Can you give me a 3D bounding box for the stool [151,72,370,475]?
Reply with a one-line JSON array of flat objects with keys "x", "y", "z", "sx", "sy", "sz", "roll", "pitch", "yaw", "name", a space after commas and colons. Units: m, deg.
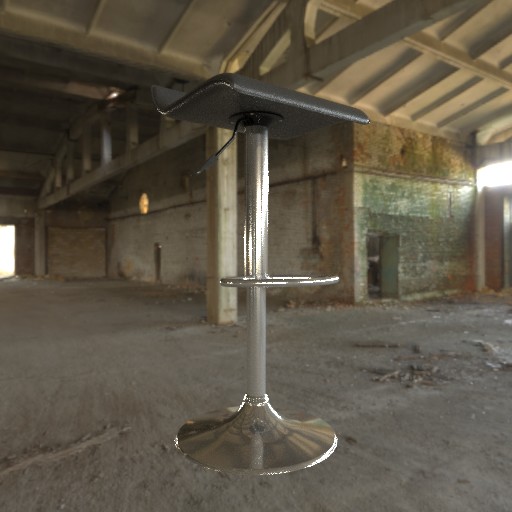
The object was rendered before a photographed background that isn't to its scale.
[{"x": 0.000, "y": 0.000, "z": 1.053, "sx": 0.381, "sy": 0.851, "sz": 0.381, "roll": 0, "pitch": 0, "yaw": -36, "name": "stool"}]
